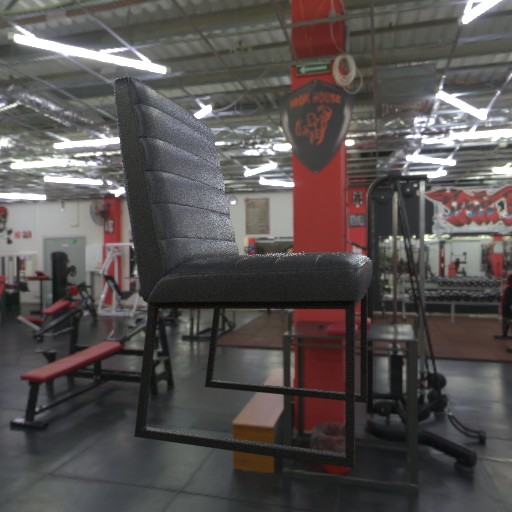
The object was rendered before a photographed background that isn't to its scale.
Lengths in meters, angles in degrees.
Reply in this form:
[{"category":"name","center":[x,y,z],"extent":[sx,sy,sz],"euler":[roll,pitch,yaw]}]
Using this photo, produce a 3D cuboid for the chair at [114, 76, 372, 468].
[{"category":"chair","center":[0.000,0.000,1.281],"extent":[0.634,0.930,0.520],"euler":[0,1,17]}]
